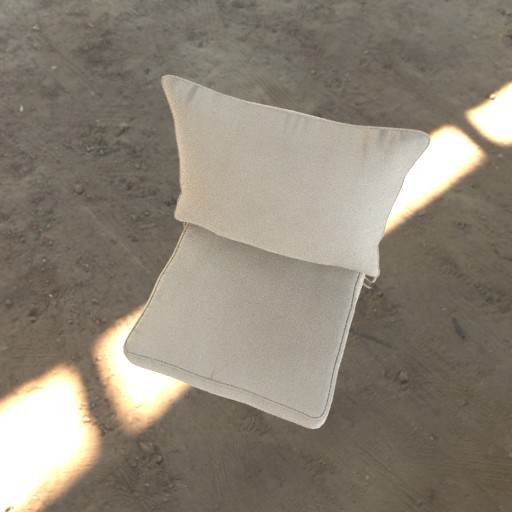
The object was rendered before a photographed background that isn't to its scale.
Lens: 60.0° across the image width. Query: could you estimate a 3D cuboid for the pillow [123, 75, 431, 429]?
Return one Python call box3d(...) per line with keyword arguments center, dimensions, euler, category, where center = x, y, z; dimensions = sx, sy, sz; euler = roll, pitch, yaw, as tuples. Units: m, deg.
box3d(center=(0.000, 0.000, 1.356), dimensions=(0.798, 0.716, 0.733), euler=(16, 59, 10), category="pillow")
